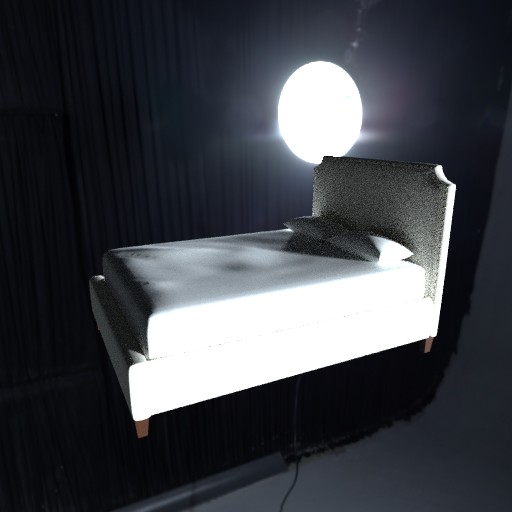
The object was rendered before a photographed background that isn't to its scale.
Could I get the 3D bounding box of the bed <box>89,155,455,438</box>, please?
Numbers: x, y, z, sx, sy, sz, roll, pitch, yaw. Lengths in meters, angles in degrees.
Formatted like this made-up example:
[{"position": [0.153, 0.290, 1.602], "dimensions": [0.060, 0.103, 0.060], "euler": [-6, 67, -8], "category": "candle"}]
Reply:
[{"position": [0.000, 0.000, 3.511], "dimensions": [2.365, 1.443, 1.712], "euler": [-8, 18, -26], "category": "bed"}]
